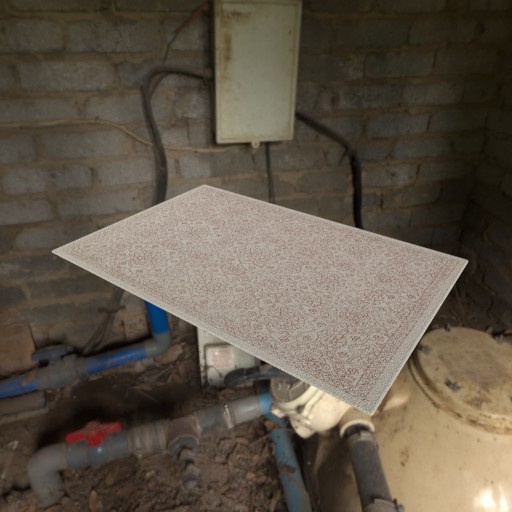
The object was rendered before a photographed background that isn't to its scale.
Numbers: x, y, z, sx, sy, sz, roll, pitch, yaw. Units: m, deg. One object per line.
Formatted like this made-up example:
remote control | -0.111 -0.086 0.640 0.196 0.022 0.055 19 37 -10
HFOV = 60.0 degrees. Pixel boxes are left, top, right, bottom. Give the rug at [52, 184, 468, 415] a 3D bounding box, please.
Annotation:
rug | 0.000 0.000 2.331 1.829 0.010 1.219 20 36 31
